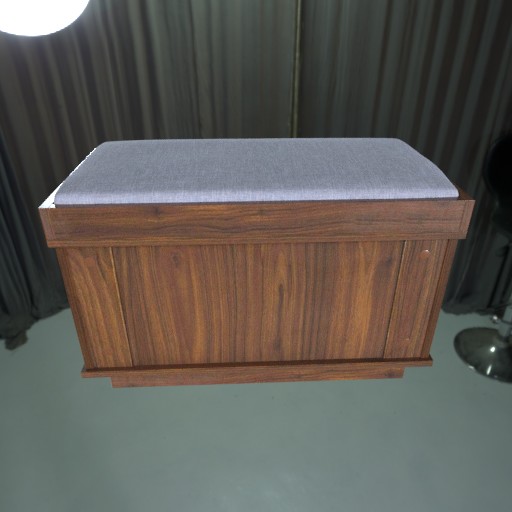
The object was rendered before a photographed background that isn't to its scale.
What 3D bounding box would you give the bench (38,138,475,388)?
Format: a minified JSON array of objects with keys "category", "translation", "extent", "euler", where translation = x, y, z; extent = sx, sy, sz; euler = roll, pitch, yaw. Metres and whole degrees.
[{"category":"bench","translation":[0.000,0.000,0.999],"extent":[0.734,0.461,0.362],"euler":[-1,30,-2]}]
